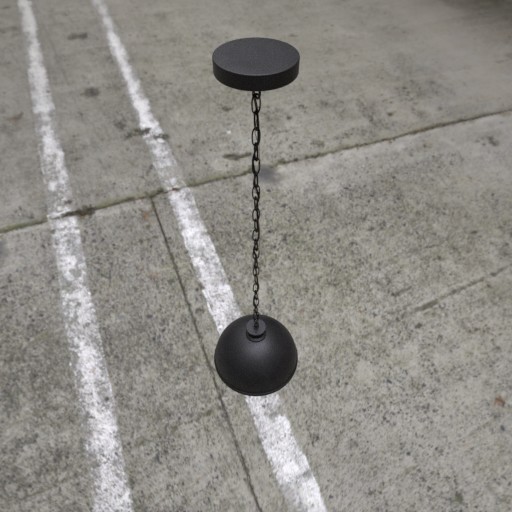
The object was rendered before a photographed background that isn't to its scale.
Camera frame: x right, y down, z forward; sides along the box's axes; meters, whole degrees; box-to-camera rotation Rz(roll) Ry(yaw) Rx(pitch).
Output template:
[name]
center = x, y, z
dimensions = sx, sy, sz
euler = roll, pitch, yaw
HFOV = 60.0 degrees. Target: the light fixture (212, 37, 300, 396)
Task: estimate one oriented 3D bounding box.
[light fixture]
center = 0.000, 0.000, 1.212
dimensions = 0.304, 1.090, 0.304
euler = -17, 50, -15
